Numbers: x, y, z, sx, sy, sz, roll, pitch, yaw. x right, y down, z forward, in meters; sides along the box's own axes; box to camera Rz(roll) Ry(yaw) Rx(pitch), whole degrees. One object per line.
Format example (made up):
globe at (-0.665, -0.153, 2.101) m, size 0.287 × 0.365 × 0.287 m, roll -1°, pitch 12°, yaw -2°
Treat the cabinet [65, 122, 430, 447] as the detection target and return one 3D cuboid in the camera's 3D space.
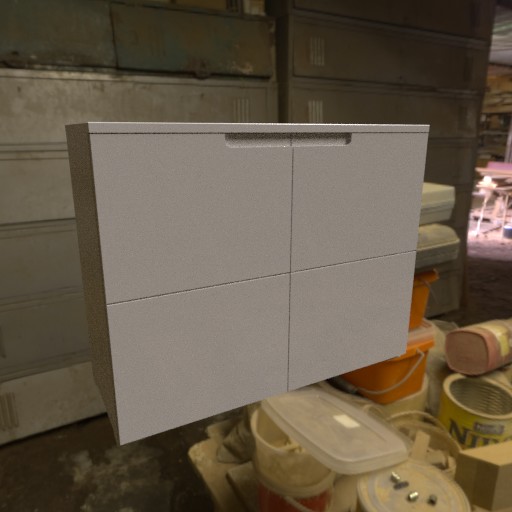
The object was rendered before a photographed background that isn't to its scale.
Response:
cabinet at (0.000, 0.000, 1.410) m, size 1.000 × 0.800 × 0.400 m, roll -8°, pitch 18°, yaw -28°
